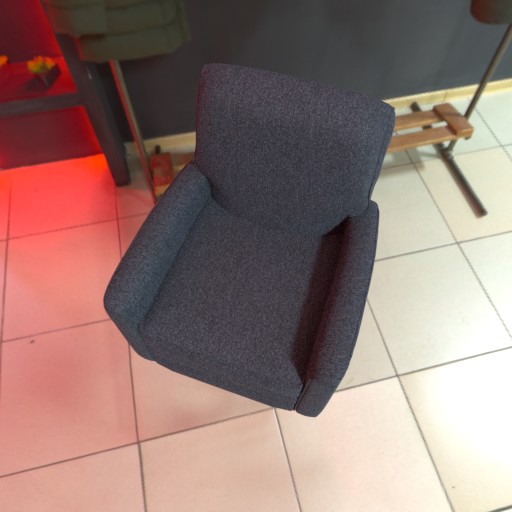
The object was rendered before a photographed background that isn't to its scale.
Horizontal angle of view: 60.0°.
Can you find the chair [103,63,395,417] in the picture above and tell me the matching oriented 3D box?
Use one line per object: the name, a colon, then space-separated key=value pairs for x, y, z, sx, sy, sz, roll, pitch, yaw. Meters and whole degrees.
chair: x=0.000 y=0.000 z=1.650 sx=0.839 sy=1.016 sz=0.850 roll=17 pitch=61 yaw=10
